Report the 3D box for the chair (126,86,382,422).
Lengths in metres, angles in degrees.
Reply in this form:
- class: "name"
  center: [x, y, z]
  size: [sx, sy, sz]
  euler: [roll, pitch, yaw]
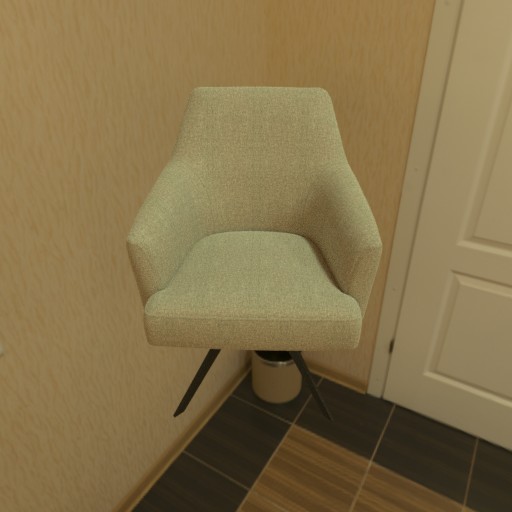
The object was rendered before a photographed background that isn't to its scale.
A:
- class: "chair"
  center: [0.000, 0.000, 1.347]
  size: [0.642, 0.874, 0.677]
  euler: [1, 30, 2]
